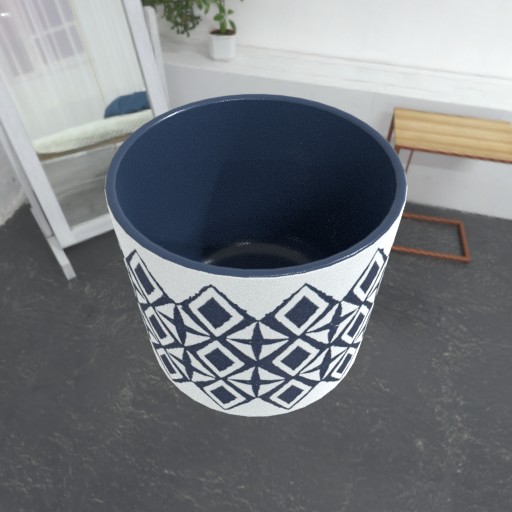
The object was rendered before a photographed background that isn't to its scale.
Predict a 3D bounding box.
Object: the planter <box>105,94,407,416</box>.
[{"bbox_3d":[0.000,0.000,0.330,0.182,0.165,0.182,0,47,0],"label":"planter"}]
